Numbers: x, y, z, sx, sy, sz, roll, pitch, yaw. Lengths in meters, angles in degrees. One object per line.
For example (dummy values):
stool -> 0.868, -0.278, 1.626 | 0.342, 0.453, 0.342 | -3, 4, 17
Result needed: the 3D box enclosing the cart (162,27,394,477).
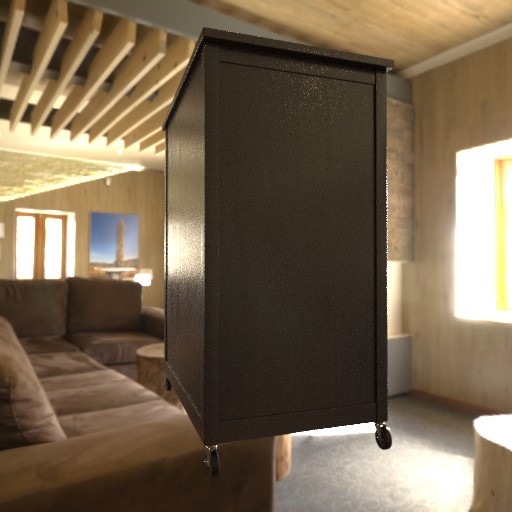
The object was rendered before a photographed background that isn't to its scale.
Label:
cart -> 0.000, 0.000, 1.249 | 0.449, 0.878, 0.690 | 0, -1, -19
